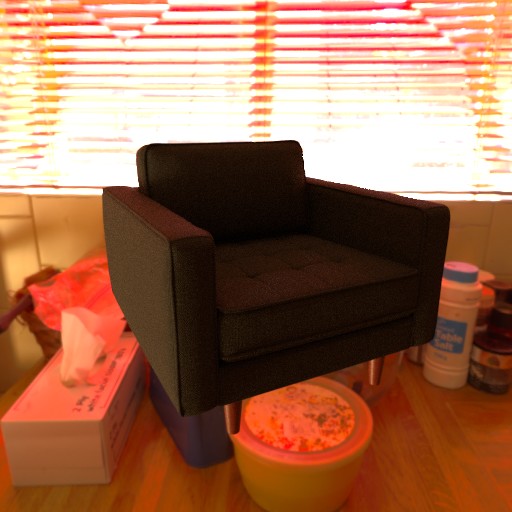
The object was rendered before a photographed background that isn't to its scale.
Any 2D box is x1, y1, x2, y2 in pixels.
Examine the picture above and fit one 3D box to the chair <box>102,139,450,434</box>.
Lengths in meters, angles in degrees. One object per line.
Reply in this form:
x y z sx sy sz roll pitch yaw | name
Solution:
0.000 0.000 1.569 0.899 0.770 0.919 -9 19 -26 | chair
